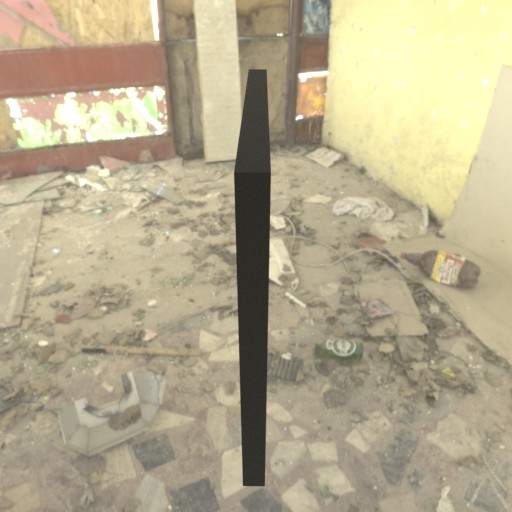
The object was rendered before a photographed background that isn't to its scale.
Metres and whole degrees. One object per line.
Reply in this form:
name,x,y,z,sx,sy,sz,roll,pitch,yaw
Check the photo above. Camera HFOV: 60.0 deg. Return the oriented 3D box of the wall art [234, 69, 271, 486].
wall art,0.000,0.000,0.682,0.030,0.458,0.462,0,33,1
